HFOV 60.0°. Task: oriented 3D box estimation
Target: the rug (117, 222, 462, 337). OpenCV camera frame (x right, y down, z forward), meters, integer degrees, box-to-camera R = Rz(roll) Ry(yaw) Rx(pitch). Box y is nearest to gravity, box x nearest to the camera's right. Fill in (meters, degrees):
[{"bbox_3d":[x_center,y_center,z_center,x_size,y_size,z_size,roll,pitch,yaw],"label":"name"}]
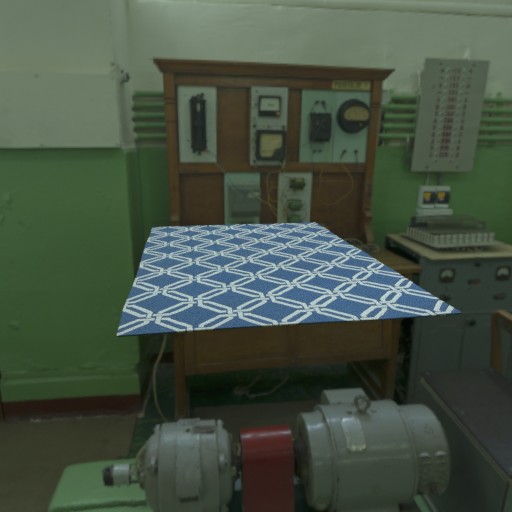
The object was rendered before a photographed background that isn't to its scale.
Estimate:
[{"bbox_3d":[0.000,0.000,2.255,1.153,0.010,1.755,-2,15,-9],"label":"rug"}]
